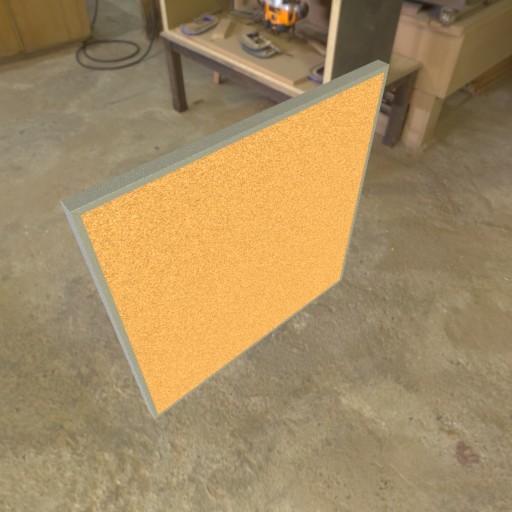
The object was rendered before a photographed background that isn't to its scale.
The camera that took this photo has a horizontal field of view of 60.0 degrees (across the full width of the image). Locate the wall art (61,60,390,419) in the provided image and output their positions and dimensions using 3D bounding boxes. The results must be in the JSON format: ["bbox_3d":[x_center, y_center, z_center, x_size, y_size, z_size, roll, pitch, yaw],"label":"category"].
[{"bbox_3d":[0.000,0.000,1.186,0.809,0.807,0.038,-32,55,-26],"label":"wall art"}]
